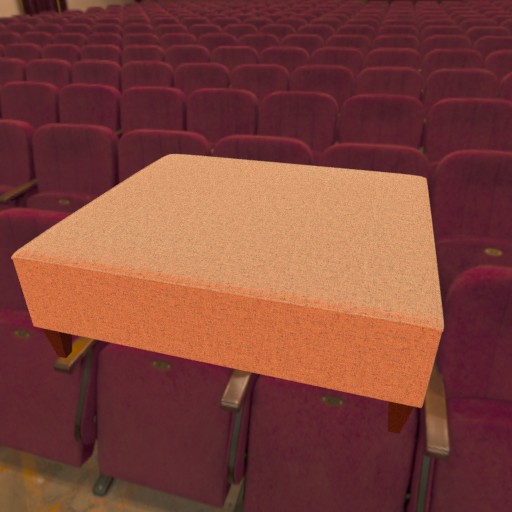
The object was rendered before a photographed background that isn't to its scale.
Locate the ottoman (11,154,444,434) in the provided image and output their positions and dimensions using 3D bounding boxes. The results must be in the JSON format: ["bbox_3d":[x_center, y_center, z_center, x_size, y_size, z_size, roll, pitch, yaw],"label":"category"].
[{"bbox_3d":[0.000,0.000,1.173,0.835,0.303,0.736,8,31,14],"label":"ottoman"}]
